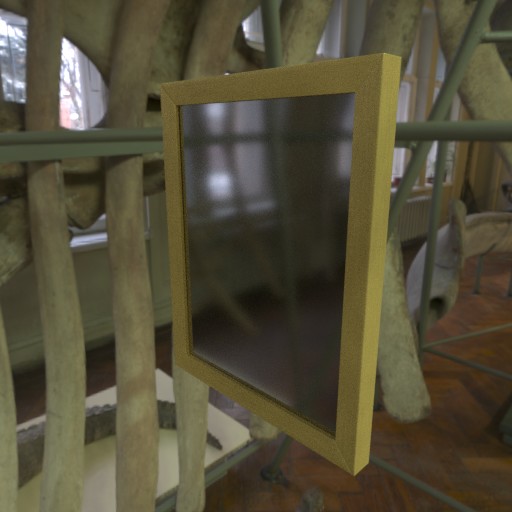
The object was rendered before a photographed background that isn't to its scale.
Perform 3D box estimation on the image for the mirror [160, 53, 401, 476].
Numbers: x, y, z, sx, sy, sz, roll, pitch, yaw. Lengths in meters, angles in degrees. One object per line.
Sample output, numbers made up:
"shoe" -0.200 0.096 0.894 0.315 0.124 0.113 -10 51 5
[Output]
"mirror" 0.000 0.000 0.662 0.041 0.508 0.405 -15 21 -42
